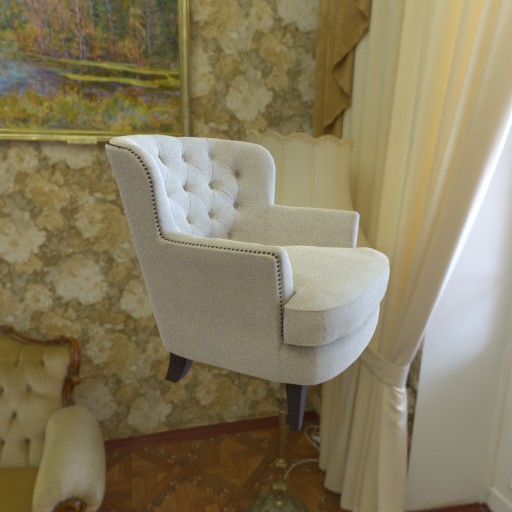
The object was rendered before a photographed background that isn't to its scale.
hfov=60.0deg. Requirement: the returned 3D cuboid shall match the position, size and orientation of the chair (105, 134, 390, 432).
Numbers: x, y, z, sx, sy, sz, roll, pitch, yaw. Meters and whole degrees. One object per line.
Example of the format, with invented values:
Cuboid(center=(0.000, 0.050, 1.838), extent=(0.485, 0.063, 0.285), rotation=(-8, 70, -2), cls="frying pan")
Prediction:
Cuboid(center=(0.000, 0.000, 1.631), extent=(0.906, 0.868, 0.848), rotation=(7, 16, 27), cls="chair")
